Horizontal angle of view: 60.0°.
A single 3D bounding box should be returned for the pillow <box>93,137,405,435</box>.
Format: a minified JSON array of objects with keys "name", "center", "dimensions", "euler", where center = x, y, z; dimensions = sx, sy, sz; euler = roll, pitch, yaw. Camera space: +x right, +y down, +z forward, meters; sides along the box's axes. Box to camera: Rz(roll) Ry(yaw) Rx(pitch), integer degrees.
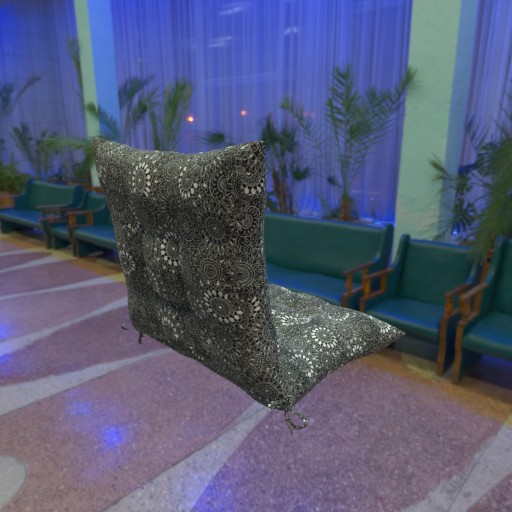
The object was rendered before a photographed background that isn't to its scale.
[{"name":"pillow","center":[0.000,0.000,1.032],"dimensions":[0.541,0.536,0.585],"euler":[14,21,42]}]
